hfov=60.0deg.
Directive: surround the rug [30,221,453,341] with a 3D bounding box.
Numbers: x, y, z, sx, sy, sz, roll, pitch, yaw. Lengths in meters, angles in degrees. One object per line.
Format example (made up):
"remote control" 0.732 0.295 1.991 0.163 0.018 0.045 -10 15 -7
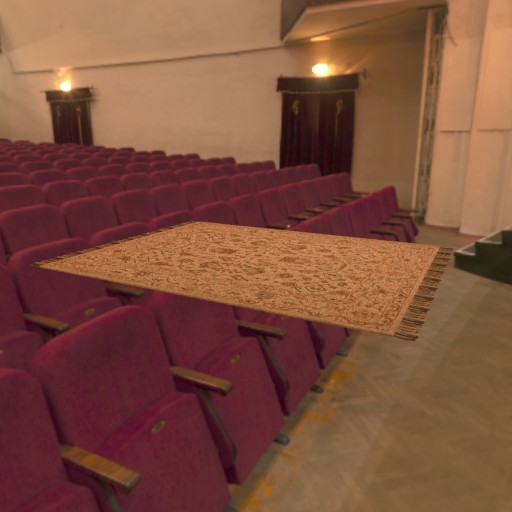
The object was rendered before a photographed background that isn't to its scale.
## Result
"rug" 0.000 0.000 2.220 1.726 0.009 1.278 8 17 27
